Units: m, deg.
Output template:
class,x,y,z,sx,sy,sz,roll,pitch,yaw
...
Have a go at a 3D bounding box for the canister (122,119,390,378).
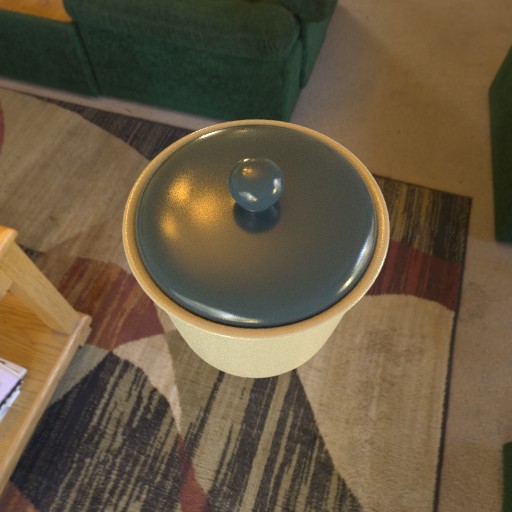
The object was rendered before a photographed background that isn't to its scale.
class,x,y,z,sx,sy,sz,roll,pitch,yaw
canister,0.000,0.000,0.355,0.182,0.208,0.182,0,60,0
